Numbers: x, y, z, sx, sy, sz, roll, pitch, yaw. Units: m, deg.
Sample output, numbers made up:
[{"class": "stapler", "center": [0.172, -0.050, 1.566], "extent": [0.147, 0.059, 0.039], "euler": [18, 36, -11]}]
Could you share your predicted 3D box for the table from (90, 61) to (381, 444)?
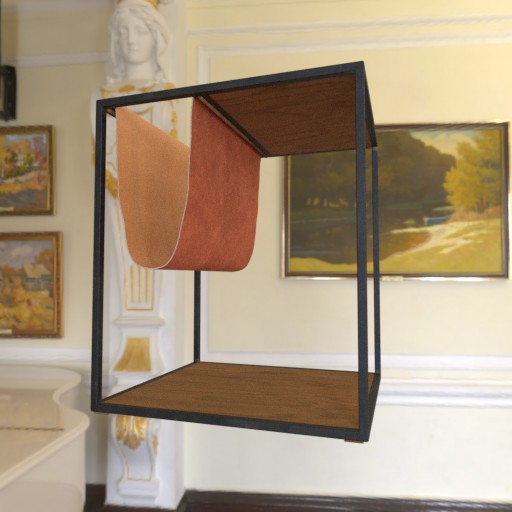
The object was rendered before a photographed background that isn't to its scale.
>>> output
[{"class": "table", "center": [0.000, 0.000, 0.871], "extent": [0.450, 0.536, 0.399], "euler": [-1, -3, 18]}]
